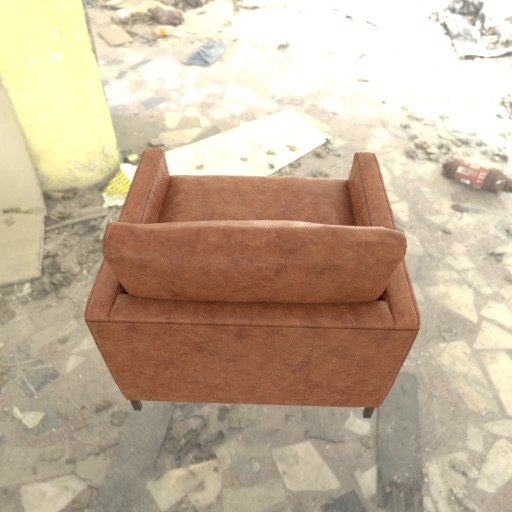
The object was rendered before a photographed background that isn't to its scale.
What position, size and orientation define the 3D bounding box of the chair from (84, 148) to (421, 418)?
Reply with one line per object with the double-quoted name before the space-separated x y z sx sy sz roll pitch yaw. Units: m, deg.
"chair" 0.000 0.000 1.636 0.967 0.869 0.862 1 47 1
